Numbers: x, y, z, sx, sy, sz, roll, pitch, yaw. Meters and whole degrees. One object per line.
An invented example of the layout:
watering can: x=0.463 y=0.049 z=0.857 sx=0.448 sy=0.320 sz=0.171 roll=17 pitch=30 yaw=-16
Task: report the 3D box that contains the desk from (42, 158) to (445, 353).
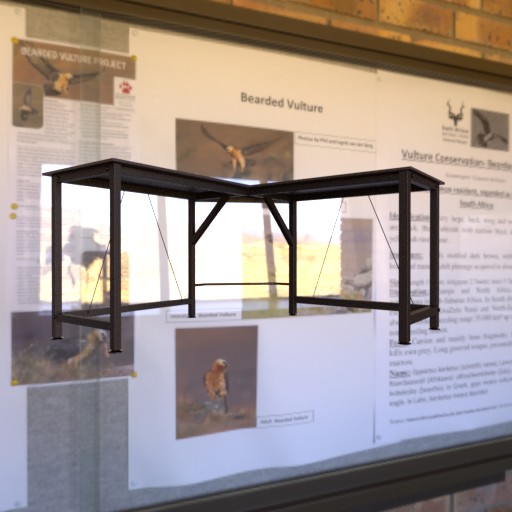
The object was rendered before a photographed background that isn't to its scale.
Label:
desk: x=0.000 y=0.000 z=2.168 sx=1.400 sy=0.762 sz=1.400 roll=0 pitch=0 yaw=37
